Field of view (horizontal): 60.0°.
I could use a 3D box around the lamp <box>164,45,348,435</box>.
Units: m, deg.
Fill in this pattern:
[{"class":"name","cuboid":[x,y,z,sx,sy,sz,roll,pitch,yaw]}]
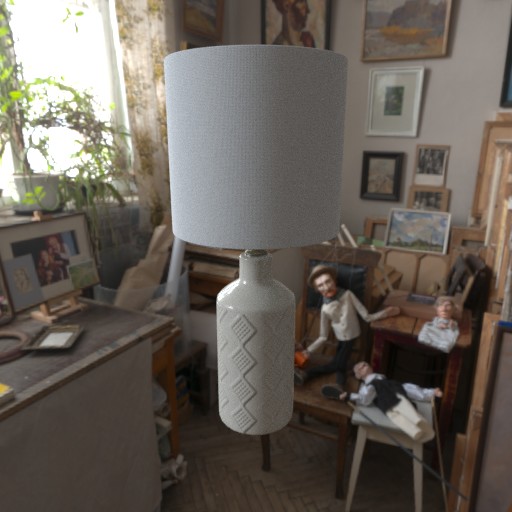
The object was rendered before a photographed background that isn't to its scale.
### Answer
[{"class":"lamp","cuboid":[0.000,0.000,0.569,0.207,0.461,0.207,-3,16,-10]}]
